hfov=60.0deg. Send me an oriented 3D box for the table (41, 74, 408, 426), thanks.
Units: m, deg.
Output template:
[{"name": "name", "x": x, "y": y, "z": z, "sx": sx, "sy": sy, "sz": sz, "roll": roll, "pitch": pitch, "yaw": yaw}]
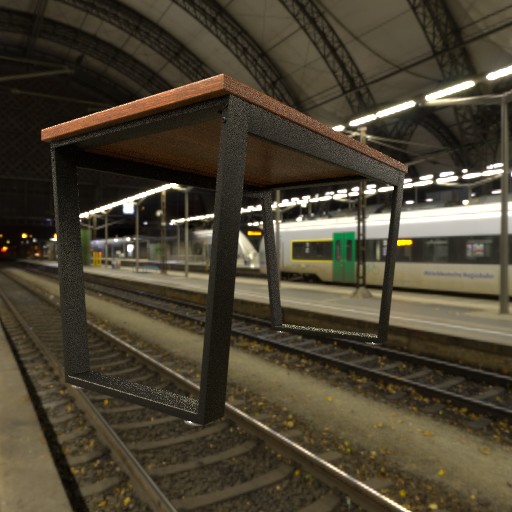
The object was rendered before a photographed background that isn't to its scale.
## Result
[{"name": "table", "x": 0.000, "y": 0.000, "z": 1.607, "sx": 0.714, "sy": 0.760, "sz": 1.205, "roll": 0, "pitch": 1, "yaw": 36}]
